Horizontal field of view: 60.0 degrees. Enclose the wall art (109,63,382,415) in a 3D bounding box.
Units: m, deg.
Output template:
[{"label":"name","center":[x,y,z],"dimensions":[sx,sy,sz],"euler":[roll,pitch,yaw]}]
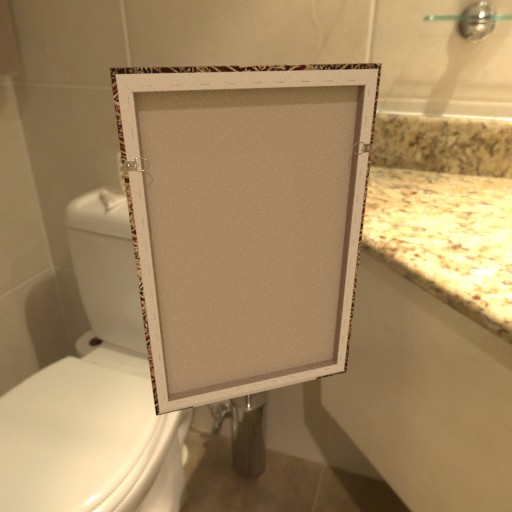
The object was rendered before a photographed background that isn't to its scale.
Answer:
[{"label":"wall art","center":[0.000,0.000,0.758],"dimensions":[0.397,0.599,0.020],"euler":[-8,27,-16]}]
